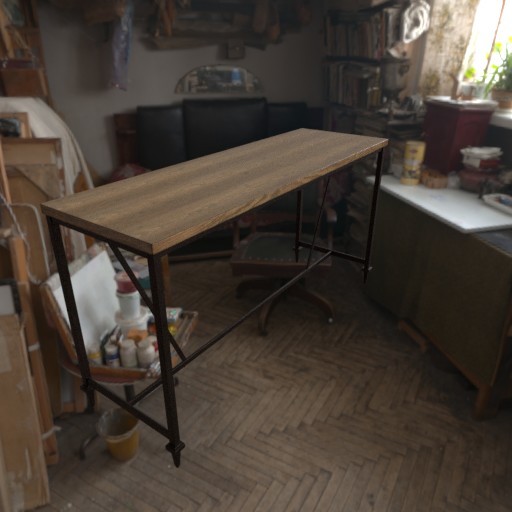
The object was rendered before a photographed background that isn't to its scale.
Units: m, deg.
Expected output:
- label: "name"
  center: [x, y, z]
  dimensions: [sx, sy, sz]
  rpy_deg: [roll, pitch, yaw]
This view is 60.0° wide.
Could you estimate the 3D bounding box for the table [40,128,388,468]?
- label: "table"
  center: [0.000, 0.000, 2.139]
  dimensions: [0.551, 0.902, 1.700]
  rpy_deg: [18, 31, 32]
